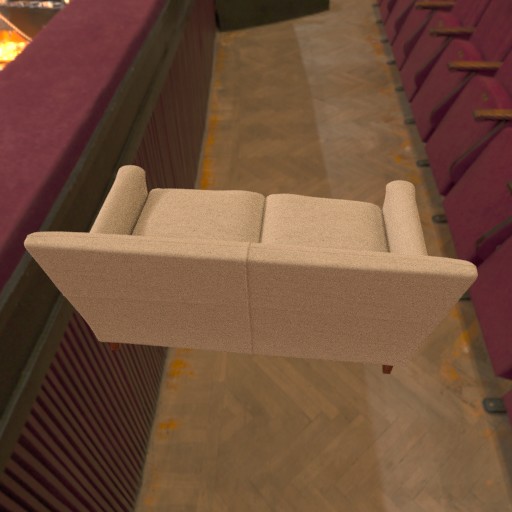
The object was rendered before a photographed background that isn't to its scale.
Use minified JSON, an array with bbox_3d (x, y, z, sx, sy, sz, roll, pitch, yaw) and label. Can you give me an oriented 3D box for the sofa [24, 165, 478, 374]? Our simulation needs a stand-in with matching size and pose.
[{"bbox_3d":[0.000,0.000,2.039,1.482,0.892,0.891,4,46,4],"label":"sofa"}]
